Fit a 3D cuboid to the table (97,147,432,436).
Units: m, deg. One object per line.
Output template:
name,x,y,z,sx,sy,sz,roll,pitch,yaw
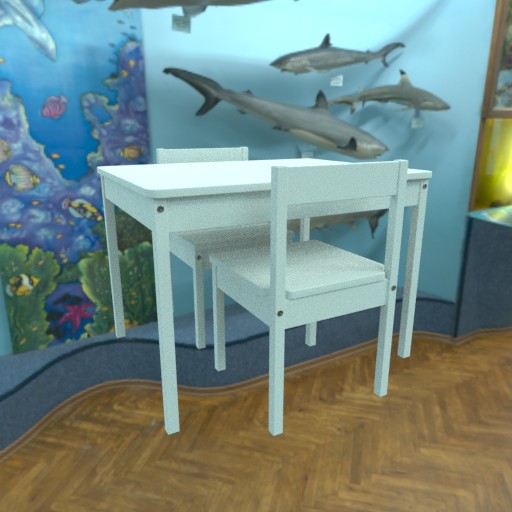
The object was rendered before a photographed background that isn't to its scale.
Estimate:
table,0.000,0.000,1.113,0.650,0.503,0.672,-9,18,-27
